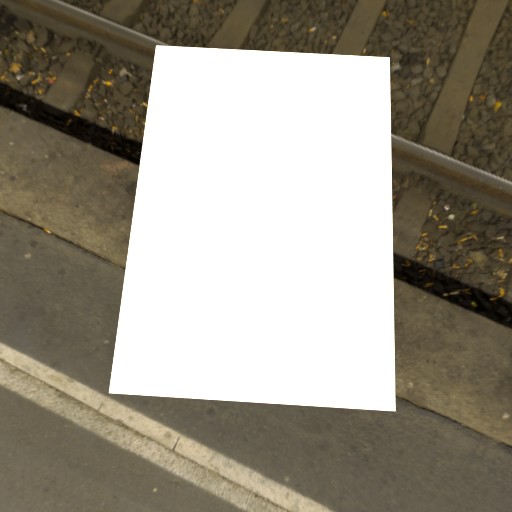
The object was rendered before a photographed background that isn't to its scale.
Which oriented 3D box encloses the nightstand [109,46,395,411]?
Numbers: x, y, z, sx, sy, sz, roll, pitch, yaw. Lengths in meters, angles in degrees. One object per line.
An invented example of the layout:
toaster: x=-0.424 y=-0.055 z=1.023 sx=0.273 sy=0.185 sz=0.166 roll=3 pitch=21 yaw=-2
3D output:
nightstand: x=0.000 y=0.000 z=0.754 sx=0.325 sy=0.460 sz=0.441 roll=3 pitch=76 yaw=1
